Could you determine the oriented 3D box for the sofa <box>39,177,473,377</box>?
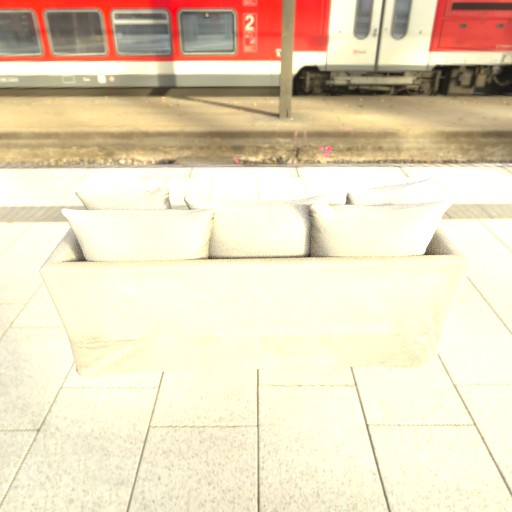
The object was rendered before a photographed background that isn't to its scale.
[{"bbox_3d":[0.000,0.000,2.845,2.290,1.034,1.031,-1,30,-2],"label":"sofa"}]
